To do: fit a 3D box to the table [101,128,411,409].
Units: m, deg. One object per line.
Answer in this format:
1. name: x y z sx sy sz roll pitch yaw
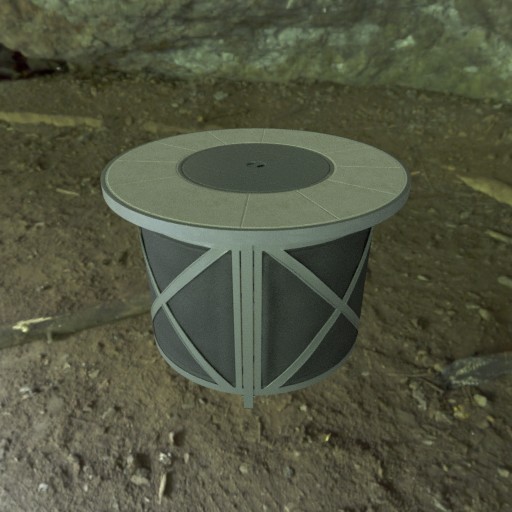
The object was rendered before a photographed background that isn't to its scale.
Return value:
1. table: 0.000 0.000 1.525 0.914 0.650 0.914 0 30 0
